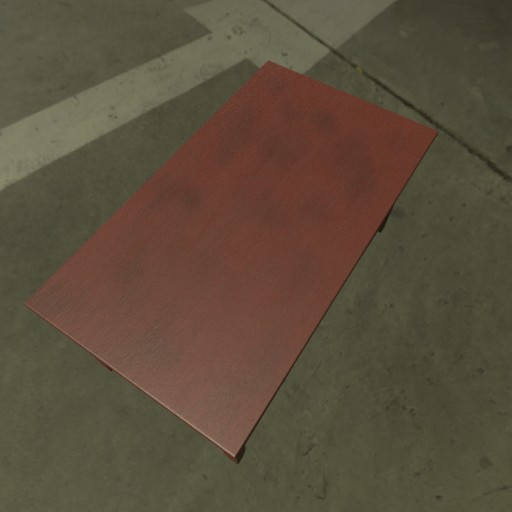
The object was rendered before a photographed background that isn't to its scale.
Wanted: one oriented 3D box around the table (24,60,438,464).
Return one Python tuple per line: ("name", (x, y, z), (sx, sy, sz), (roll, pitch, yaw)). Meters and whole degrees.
("table", (0.000, 0.000, 1.236), (0.533, 0.456, 0.943), (30, 64, 16))
